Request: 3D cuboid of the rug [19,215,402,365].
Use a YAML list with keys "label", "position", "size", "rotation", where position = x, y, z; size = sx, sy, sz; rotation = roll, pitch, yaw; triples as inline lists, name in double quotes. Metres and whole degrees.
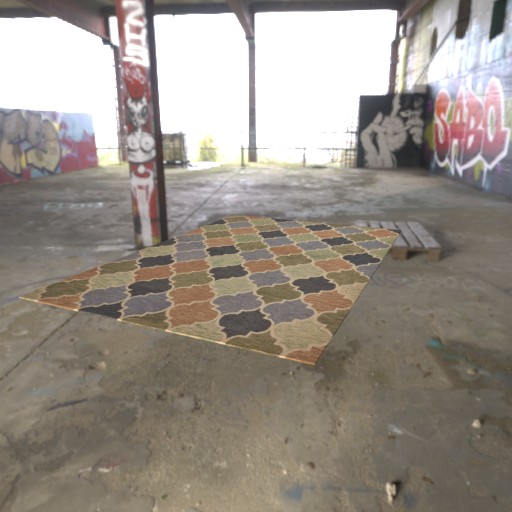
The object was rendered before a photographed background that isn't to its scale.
- label: "rug"
  position: [0.000, 0.000, 2.300]
  size: [1.216, 0.006, 1.828]
  rotation: [7, 18, 24]
